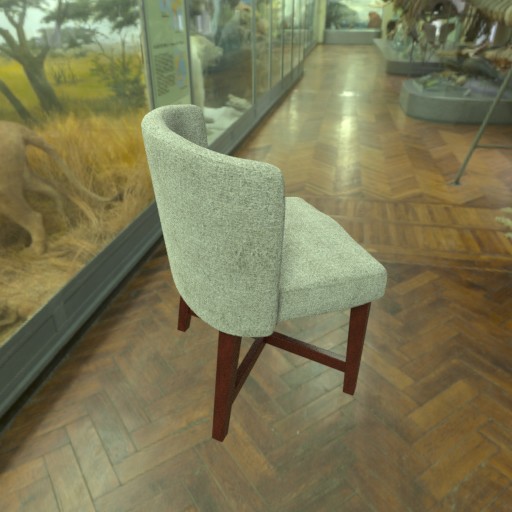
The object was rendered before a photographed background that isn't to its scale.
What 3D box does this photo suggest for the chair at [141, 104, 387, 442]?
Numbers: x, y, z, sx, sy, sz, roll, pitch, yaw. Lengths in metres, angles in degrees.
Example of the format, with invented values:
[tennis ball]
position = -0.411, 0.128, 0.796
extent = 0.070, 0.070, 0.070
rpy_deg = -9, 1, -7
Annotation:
[chair]
position = 0.000, 0.000, 1.334
extent = 0.575, 0.827, 0.728
rpy_deg = -10, 30, -17
